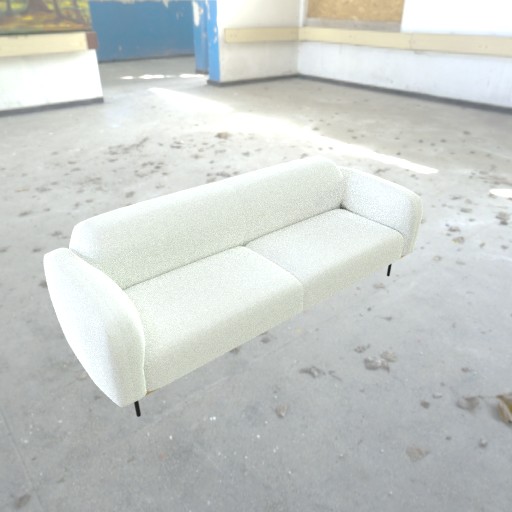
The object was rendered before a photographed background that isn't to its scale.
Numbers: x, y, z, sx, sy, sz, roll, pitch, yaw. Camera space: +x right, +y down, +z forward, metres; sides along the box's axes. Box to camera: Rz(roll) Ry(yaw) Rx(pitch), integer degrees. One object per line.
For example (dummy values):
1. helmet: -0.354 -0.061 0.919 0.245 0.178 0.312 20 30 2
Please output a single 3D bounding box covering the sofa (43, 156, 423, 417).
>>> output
1. sofa: 0.000 0.000 2.700 2.280 0.780 0.870 -22 37 -33
